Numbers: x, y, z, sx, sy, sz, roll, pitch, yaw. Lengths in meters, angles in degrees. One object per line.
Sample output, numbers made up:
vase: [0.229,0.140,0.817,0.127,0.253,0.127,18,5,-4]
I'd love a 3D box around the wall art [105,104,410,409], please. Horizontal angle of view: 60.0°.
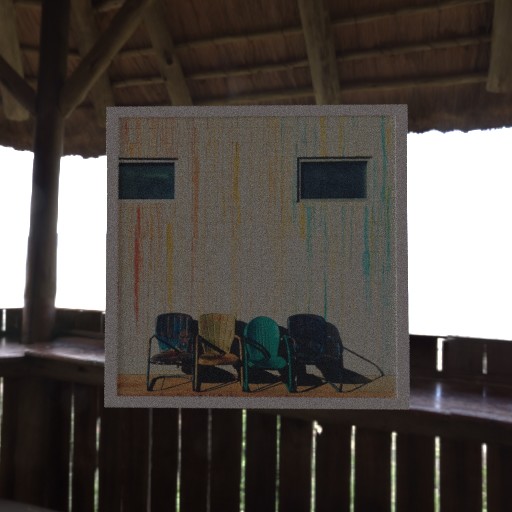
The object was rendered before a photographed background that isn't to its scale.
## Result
wall art: [0.000,0.000,1.130,0.760,0.760,0.036,0,-1,1]
